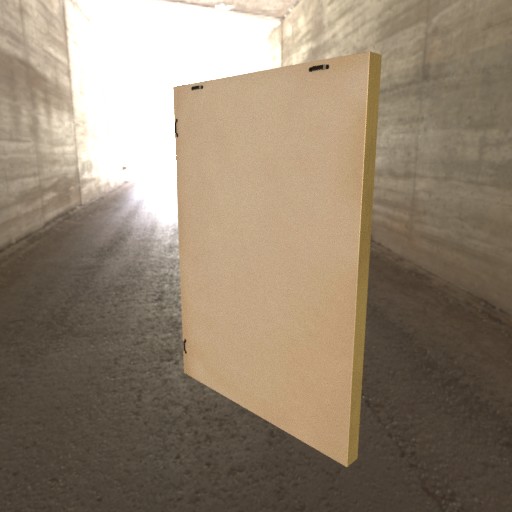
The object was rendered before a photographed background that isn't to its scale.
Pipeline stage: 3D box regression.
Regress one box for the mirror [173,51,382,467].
[{"bbox_3d":[0.000,0.000,0.920,0.040,0.710,0.507,-13,18,-43],"label":"mirror"}]
